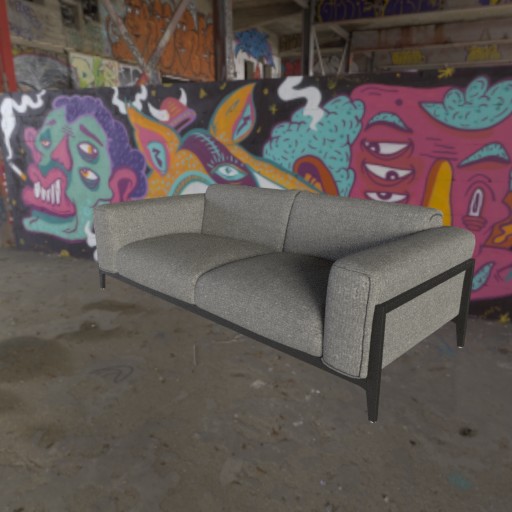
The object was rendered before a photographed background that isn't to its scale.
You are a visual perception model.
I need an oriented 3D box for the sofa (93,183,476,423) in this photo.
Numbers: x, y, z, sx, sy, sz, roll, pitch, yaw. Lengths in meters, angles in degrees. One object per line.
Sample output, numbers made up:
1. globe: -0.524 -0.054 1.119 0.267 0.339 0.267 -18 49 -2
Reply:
1. sofa: 0.000 0.000 2.572 2.125 0.703 0.985 15 21 43
